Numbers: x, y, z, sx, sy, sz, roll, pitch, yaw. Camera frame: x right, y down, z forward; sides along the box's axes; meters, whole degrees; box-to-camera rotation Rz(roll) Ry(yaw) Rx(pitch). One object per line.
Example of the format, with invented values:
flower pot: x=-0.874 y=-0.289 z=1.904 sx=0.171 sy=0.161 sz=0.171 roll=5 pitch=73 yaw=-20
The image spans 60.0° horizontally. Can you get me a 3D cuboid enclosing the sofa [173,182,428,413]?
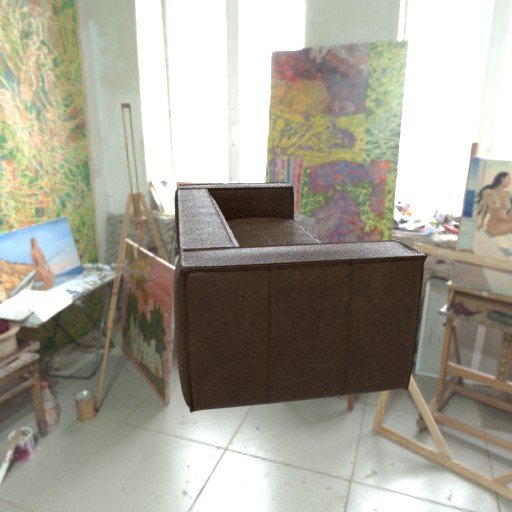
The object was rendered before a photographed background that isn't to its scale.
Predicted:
sofa: x=0.000 y=0.000 z=3.070 sx=1.102 sy=0.701 sz=2.581 roll=-3 pitch=17 yaw=-10
